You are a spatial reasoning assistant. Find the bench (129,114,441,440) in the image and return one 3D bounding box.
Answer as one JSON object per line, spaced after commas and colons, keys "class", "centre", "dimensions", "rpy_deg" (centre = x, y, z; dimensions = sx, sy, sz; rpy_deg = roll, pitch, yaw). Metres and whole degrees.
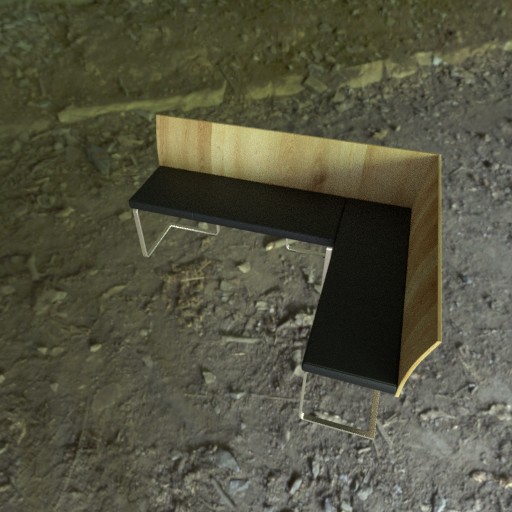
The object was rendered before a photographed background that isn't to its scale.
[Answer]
{"class": "bench", "centre": [0.000, 0.000, 2.749], "dimensions": [1.945, 0.930, 1.495], "rpy_deg": [12, 44, 13]}
